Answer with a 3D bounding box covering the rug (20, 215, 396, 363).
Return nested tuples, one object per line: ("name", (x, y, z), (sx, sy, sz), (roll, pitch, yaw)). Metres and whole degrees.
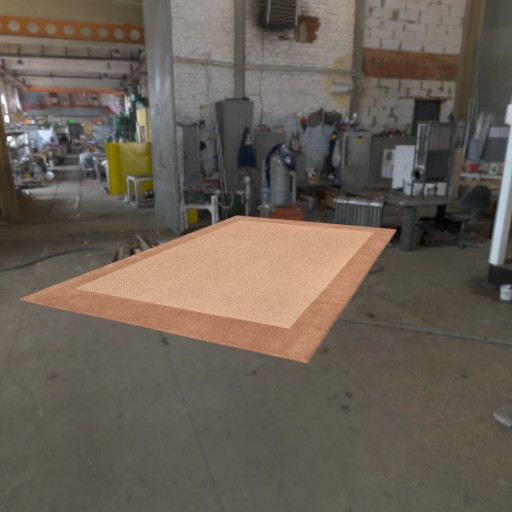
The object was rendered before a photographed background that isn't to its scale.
("rug", (0.000, 0.000, 3.006), (1.524, 0.014, 2.438), (7, 18, 23))
